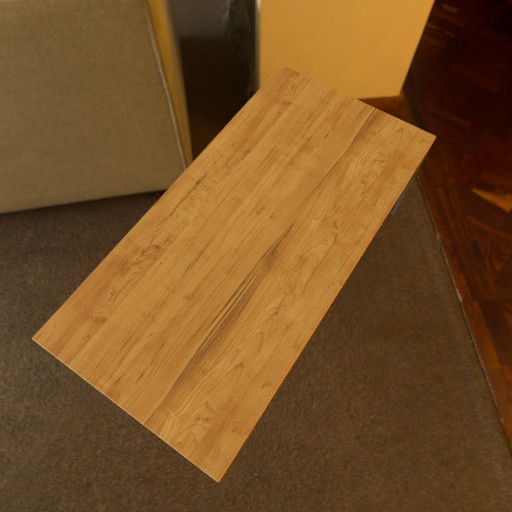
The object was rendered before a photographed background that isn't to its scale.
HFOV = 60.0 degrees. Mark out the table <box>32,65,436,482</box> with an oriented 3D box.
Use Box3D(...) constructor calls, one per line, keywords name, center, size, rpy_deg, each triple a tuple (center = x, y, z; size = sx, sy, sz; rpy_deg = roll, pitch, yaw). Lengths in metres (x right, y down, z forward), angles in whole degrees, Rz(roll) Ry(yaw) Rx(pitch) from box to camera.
Box3D(name="table", center=(0.000, 0.000, 1.444), size=(0.590, 0.400, 1.180), rpy_deg=(31, 68, 14))
